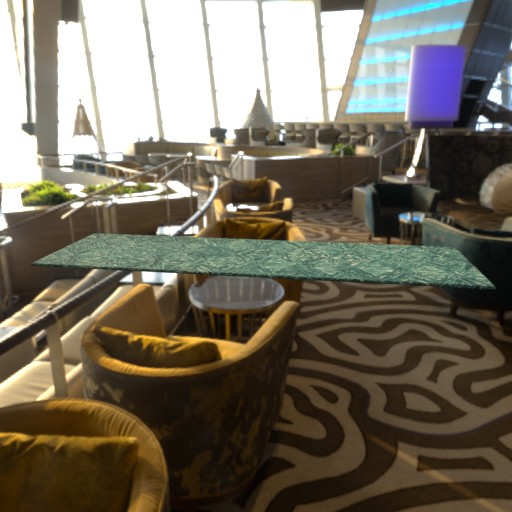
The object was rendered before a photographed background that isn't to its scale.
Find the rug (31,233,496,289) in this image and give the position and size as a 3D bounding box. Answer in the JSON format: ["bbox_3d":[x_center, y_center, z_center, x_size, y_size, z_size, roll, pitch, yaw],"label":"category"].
[{"bbox_3d":[0.000,0.000,2.475,2.286,0.016,0.676,3,17,8],"label":"rug"}]
